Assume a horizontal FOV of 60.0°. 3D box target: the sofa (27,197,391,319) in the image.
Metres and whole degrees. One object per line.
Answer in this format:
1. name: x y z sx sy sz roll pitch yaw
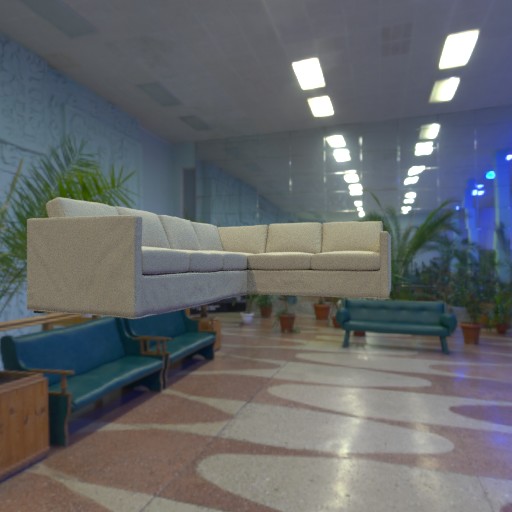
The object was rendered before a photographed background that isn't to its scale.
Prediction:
1. sofa: 0.000 0.000 4.295 2.432 0.871 3.182 0 -1 19
